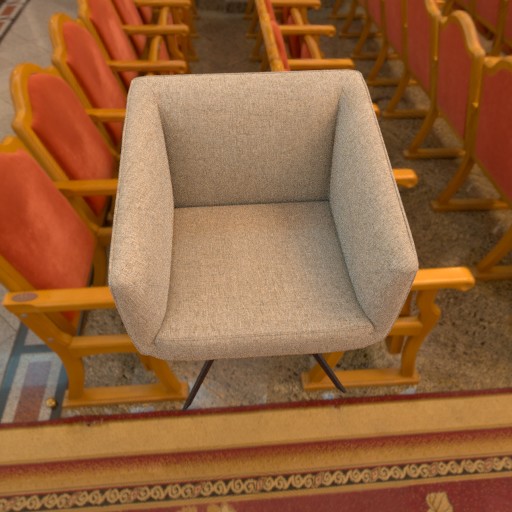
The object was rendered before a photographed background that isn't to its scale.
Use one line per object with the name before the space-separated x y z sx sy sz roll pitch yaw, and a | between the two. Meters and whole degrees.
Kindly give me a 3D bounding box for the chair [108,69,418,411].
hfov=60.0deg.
chair | 0.000 0.000 1.237 0.628 0.760 0.623 -3 47 -3
